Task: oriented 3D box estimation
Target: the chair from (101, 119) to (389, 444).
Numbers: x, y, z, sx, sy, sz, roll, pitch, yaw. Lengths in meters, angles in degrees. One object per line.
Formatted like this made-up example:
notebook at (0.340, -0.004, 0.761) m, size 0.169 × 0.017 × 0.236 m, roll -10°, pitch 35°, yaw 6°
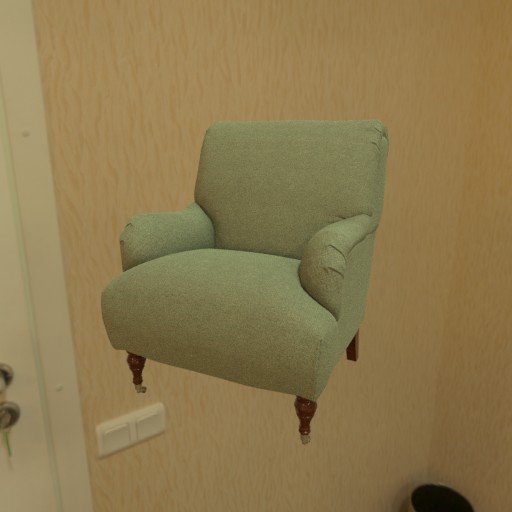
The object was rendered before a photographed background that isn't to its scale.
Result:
chair at (0.000, 0.000, 1.981) m, size 0.964 × 1.178 × 1.060 m, roll 7°, pitch 17°, yaw 25°
